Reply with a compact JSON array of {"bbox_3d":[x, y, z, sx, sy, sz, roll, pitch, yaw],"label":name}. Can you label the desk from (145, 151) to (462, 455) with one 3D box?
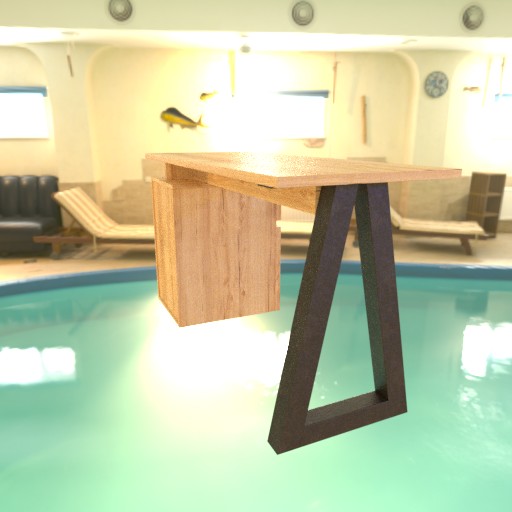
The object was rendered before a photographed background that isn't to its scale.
[{"bbox_3d":[0.000,0.000,1.769,0.550,0.760,1.400,-7,17,-24],"label":"desk"}]
